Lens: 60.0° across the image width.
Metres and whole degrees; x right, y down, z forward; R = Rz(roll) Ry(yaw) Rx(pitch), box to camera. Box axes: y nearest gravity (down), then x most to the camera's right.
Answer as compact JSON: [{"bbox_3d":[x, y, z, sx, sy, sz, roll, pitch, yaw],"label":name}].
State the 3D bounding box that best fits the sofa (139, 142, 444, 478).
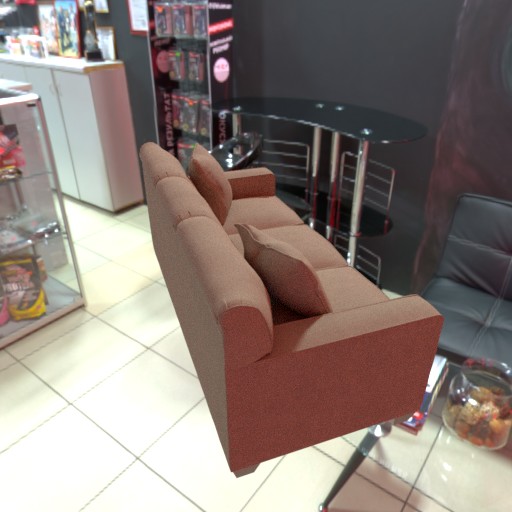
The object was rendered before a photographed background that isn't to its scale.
[{"bbox_3d":[0.000,0.000,2.572,0.997,0.958,2.024,-10,31,-17],"label":"sofa"}]
